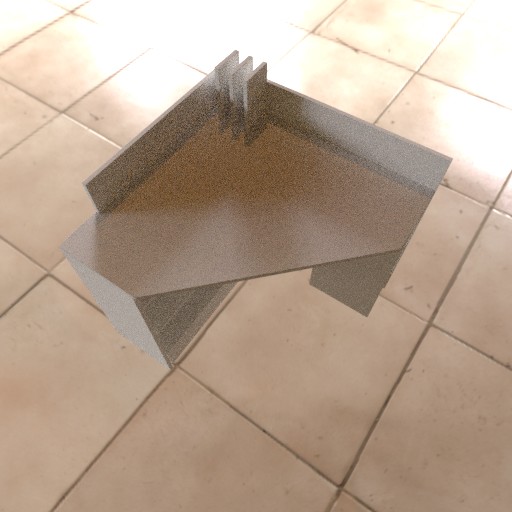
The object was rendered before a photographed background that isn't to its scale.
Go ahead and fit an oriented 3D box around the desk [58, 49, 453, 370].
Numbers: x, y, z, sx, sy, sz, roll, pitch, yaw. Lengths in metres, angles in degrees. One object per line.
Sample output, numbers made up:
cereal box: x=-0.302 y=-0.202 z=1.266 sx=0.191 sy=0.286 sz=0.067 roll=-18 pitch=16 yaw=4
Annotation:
desk: x=0.000 y=0.000 z=1.749 sx=0.940 sy=0.986 sz=0.940 roll=30 pitch=63 yaw=17
